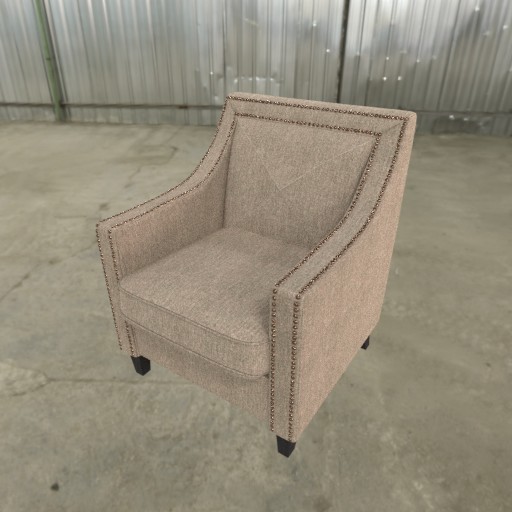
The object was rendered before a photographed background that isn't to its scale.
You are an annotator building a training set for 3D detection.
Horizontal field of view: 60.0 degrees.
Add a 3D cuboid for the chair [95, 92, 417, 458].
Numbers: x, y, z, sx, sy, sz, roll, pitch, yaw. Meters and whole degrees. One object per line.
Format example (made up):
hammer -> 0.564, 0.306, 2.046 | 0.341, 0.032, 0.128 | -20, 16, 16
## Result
chair -> 0.000, 0.000, 1.609 | 0.776, 0.967, 0.884 | 18, 34, 29
